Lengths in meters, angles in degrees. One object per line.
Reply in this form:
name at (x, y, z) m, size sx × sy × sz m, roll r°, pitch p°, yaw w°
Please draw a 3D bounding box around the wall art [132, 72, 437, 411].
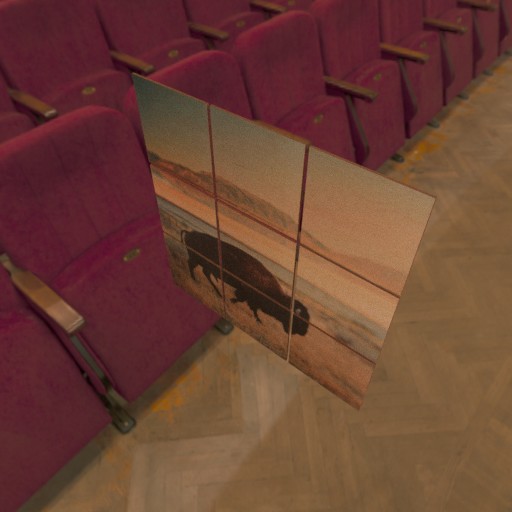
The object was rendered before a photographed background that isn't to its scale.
wall art at (0.000, 0.000, 2.339) m, size 1.533 × 1.532 × 0.019 m, roll 30°, pitch 53°, yaw 26°
